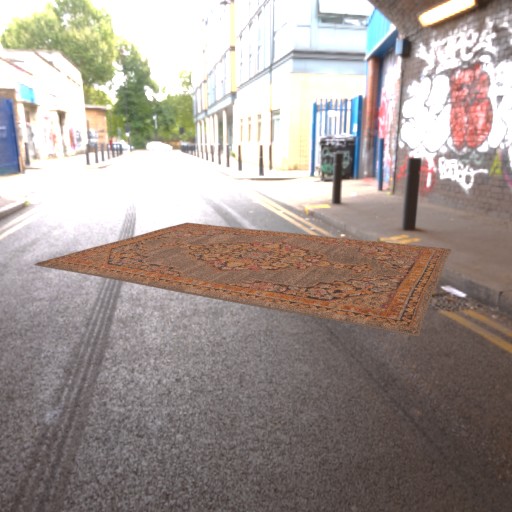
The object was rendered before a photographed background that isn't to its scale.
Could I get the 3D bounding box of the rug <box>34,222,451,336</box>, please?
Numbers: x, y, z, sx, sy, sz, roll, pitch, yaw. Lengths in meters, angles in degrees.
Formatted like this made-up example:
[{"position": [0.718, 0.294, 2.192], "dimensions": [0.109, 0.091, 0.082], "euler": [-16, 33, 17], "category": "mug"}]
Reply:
[{"position": [0.000, 0.000, 3.742], "dimensions": [2.901, 0.026, 2.043], "euler": [7, 16, 26], "category": "rug"}]
